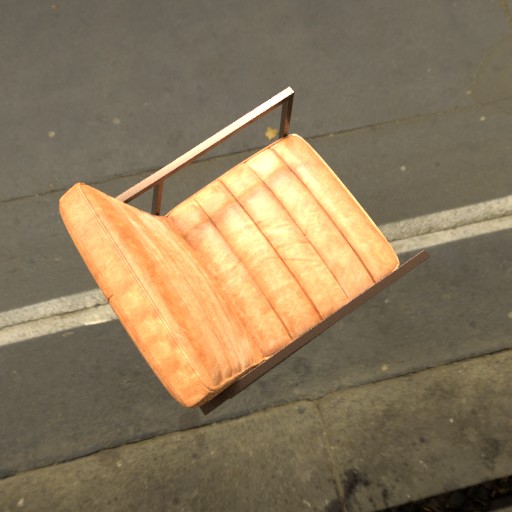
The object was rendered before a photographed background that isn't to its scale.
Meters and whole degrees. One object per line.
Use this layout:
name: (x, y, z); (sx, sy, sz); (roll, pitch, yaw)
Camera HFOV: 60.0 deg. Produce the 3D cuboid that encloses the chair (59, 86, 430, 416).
chair: (0.000, 0.000, 1.256); (0.677, 0.832, 0.571); (-34, 78, -8)
